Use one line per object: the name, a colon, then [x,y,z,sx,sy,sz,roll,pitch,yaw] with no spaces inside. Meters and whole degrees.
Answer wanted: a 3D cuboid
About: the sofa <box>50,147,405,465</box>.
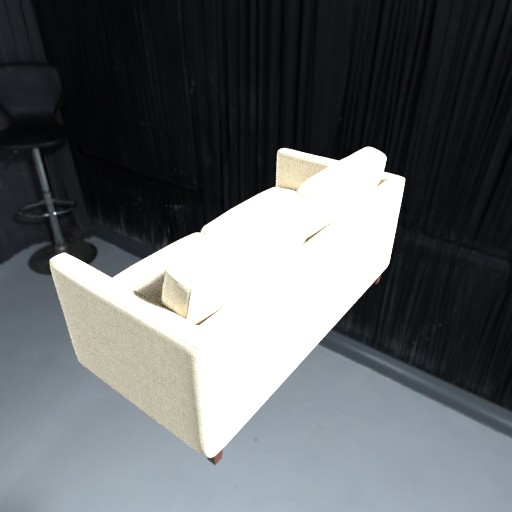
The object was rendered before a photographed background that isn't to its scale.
sofa: [0.000,0.000,2.489,0.950,0.963,1.884,22,39,31]
